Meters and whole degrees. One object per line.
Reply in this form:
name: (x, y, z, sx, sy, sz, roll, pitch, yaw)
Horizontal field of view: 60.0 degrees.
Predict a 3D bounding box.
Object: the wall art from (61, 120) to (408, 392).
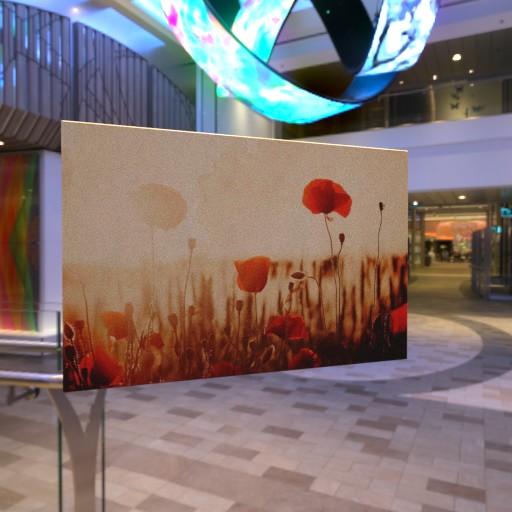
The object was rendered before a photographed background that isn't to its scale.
wall art: (0.000, 0.000, 1.144, 0.918, 0.602, 0.038, 0, 1, -19)
